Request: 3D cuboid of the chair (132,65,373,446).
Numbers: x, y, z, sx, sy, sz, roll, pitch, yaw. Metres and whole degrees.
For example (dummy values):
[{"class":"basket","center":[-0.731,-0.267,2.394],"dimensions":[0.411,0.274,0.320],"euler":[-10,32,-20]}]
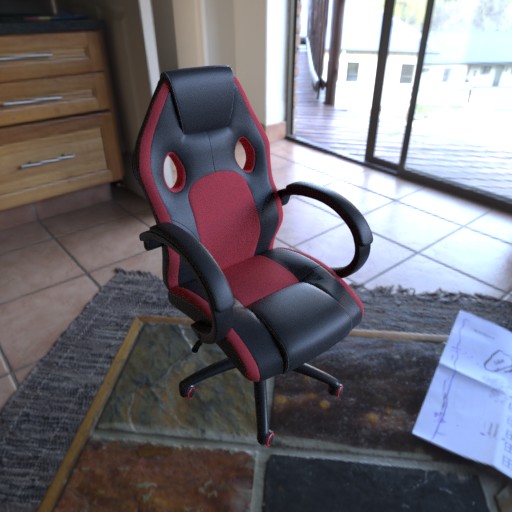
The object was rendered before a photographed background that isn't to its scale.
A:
[{"class":"chair","center":[0.000,0.000,1.582],"dimensions":[0.673,1.187,0.724],"euler":[-22,37,-32]}]
